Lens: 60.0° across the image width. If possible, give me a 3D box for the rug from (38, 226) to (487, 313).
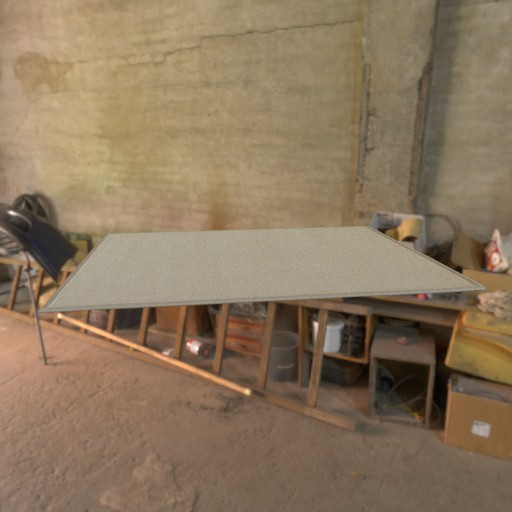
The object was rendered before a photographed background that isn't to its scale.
[{"bbox_3d":[0.000,0.000,2.737,2.081,0.020,1.525,-2,16,-8],"label":"rug"}]
